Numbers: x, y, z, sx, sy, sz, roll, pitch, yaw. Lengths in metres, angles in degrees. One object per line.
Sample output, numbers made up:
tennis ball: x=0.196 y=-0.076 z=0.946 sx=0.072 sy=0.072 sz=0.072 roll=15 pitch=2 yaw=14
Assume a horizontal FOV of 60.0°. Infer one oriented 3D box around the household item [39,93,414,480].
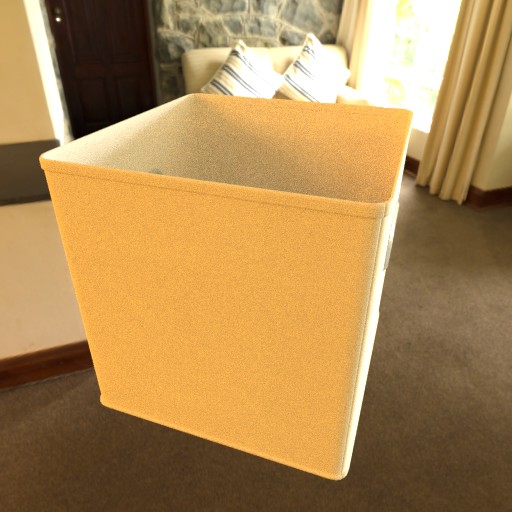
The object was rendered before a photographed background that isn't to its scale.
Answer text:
household item: x=0.000 y=0.000 z=0.535 sx=0.305 sy=0.305 sz=0.305 roll=10 pitch=32 yaw=17
